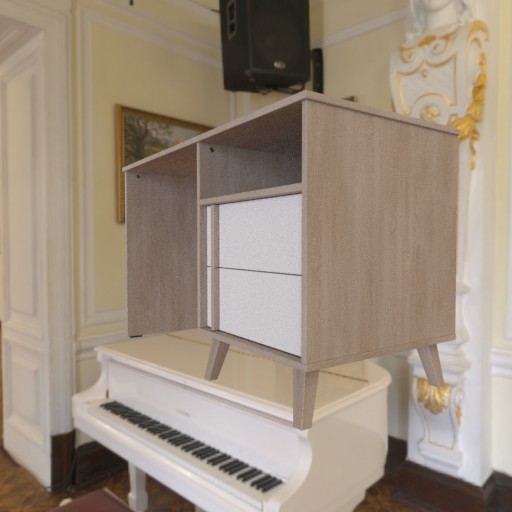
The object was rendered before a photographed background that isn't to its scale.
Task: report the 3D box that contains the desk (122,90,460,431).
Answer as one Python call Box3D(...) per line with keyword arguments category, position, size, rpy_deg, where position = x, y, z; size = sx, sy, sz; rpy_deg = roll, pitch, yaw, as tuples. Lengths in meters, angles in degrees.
Box3D(category="desk", position=(0.000, 0.000, 1.662), size=(0.600, 0.770, 1.251), rpy_deg=(-1, 2, -35))
